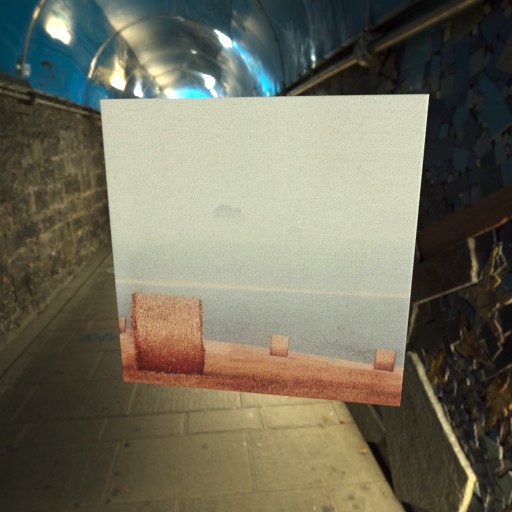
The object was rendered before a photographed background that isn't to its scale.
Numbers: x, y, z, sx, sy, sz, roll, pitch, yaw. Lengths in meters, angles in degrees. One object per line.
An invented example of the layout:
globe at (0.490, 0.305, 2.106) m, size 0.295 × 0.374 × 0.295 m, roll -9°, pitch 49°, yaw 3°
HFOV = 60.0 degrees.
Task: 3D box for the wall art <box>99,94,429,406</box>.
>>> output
wall art at (0.000, 0.000, 0.896) m, size 0.605 × 0.605 × 0.034 m, roll 2°, pitch 15°, yaw 9°
